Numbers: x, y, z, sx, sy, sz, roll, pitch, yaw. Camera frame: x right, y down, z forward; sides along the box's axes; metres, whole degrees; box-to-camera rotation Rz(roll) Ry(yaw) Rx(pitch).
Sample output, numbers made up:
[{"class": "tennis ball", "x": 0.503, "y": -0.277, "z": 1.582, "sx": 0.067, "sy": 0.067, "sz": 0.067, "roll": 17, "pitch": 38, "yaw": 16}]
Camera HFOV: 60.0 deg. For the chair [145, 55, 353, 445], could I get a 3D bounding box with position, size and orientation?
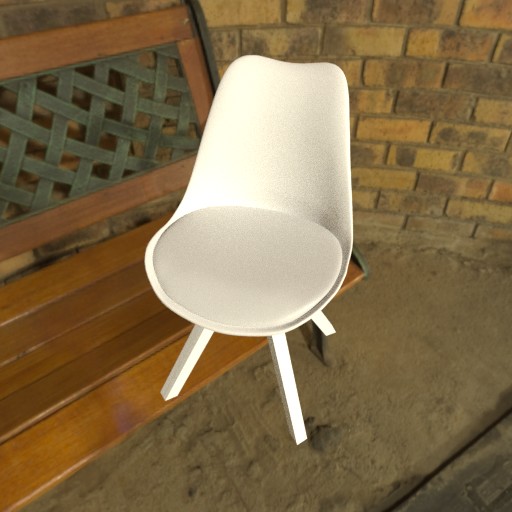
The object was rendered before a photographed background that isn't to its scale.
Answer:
[{"class": "chair", "x": 0.000, "y": 0.000, "z": 1.170, "sx": 0.485, "sy": 0.850, "sz": 0.550, "roll": 13, "pitch": 42, "yaw": 15}]
